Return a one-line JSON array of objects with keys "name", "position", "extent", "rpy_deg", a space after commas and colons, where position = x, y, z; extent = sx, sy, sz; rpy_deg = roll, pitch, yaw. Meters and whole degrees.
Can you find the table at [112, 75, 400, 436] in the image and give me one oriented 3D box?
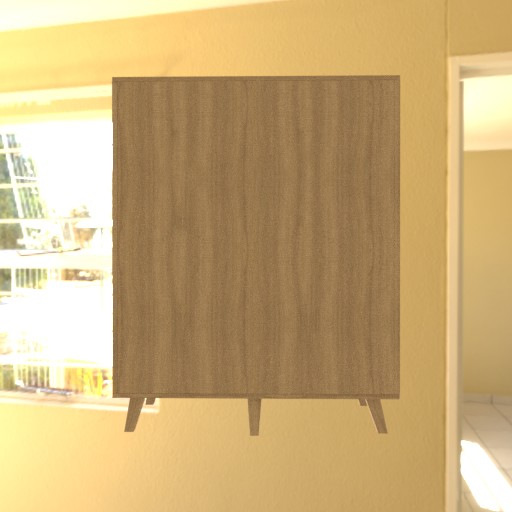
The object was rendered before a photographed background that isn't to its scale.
[{"name": "table", "position": [0.000, 0.000, 1.906], "extent": [1.111, 1.388, 0.398], "rpy_deg": [0, 0, 1]}]
